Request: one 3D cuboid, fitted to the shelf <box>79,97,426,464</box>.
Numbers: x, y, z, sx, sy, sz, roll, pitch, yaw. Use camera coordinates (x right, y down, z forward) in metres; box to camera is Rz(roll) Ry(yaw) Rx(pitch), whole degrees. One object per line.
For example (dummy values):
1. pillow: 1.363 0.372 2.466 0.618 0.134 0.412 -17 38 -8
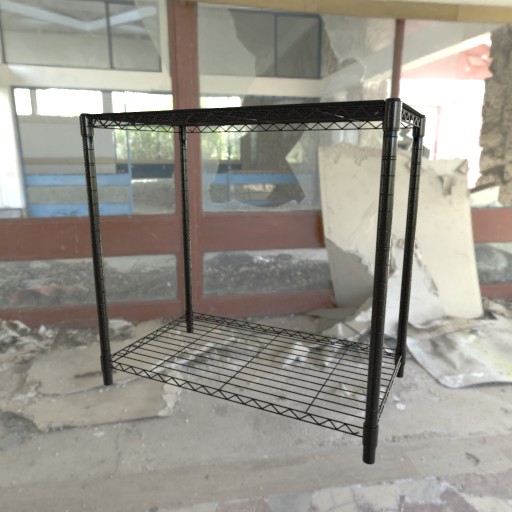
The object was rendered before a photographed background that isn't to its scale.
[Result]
1. shelf: 0.000 0.000 0.920 0.589 0.564 0.338 6 15 25
